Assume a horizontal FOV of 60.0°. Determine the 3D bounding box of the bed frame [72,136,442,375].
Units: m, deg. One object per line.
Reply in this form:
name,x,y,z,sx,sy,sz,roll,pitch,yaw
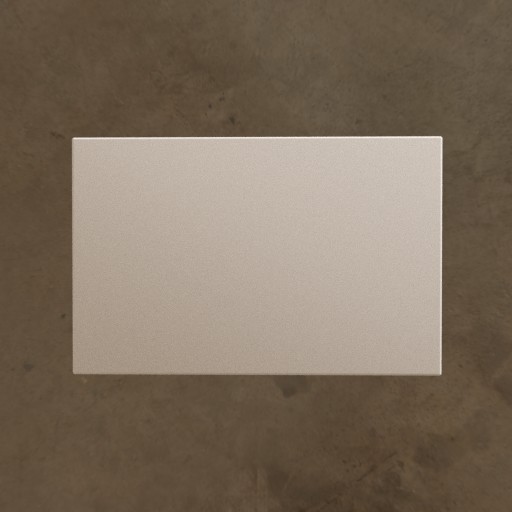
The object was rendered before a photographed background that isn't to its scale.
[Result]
bed frame,0.000,0.000,3.775,2.987,0.440,1.930,0,91,1
